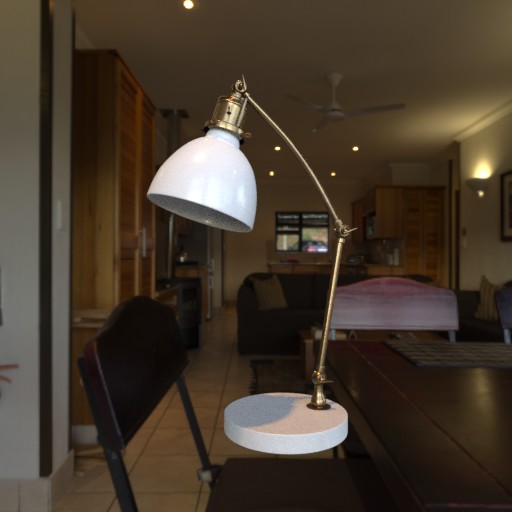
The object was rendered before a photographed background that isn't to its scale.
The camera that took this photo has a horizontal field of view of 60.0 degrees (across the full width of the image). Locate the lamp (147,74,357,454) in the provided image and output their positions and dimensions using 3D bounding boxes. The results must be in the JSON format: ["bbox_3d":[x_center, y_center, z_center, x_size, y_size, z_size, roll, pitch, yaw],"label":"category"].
[{"bbox_3d":[0.000,0.000,0.661,0.317,0.522,0.186,0,-1,-19],"label":"lamp"}]
